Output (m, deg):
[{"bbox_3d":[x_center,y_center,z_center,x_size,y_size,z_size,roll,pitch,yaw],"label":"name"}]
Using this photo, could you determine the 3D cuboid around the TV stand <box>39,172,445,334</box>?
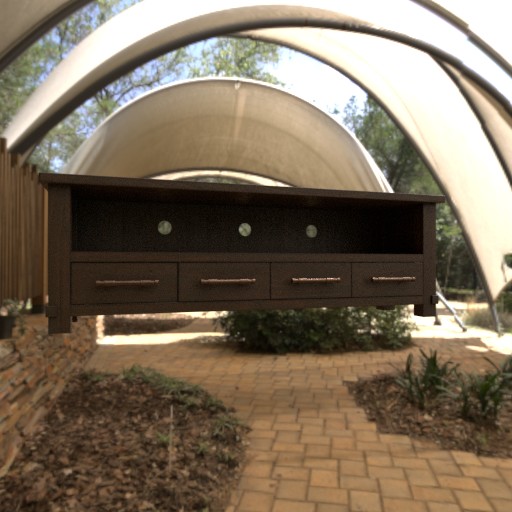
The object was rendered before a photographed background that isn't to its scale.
[{"bbox_3d":[0.000,0.000,2.165,1.866,0.615,0.471,0,-1,-18],"label":"TV stand"}]
